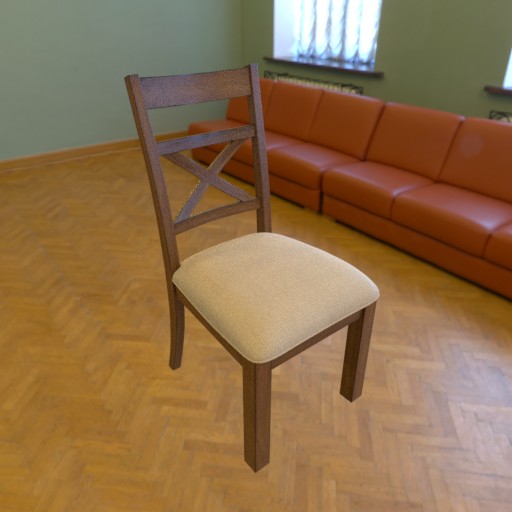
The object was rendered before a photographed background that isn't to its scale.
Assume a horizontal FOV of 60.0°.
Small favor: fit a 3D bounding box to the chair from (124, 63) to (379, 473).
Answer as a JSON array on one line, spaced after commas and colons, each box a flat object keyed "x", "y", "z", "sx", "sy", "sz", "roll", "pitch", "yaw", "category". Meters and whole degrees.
[{"x": 0.000, "y": 0.000, "z": 1.266, "sx": 0.461, "sy": 0.949, "sz": 0.581, "roll": -21, "pitch": 36, "yaw": -33, "category": "chair"}]
